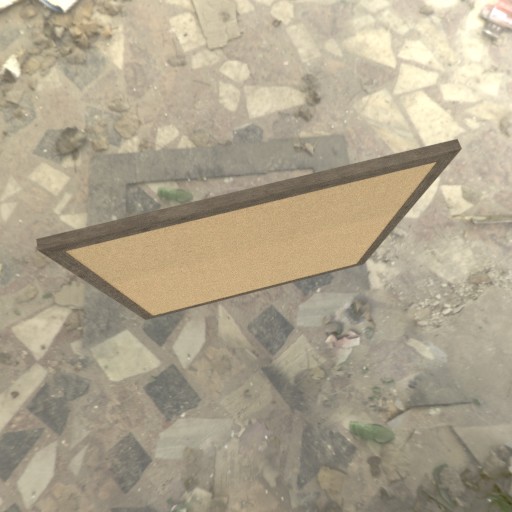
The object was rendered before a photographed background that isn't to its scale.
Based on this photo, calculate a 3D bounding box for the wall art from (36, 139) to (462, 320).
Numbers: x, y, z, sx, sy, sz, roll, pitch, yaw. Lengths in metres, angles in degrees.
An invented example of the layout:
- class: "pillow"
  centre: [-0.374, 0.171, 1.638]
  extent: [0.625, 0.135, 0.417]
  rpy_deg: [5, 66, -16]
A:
- class: "wall art"
  centre: [0.000, 0.000, 0.683]
  extent: [0.457, 0.457, 0.013]
  rpy_deg: [-14, 74, -4]
